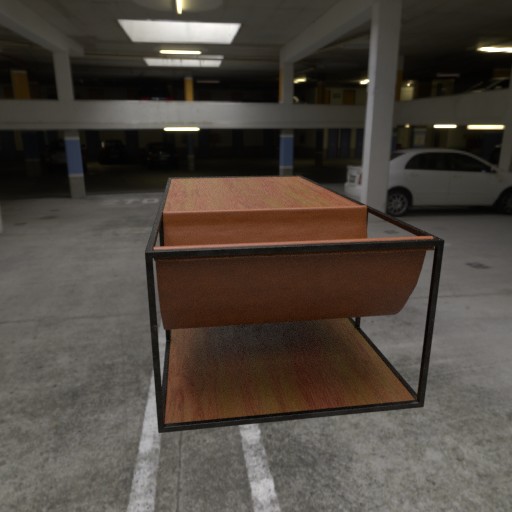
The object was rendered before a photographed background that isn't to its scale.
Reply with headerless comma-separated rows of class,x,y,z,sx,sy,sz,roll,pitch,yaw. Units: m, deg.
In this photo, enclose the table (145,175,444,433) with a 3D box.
table,0.000,0.000,1.485,0.597,0.403,1.199,-2,17,-8
